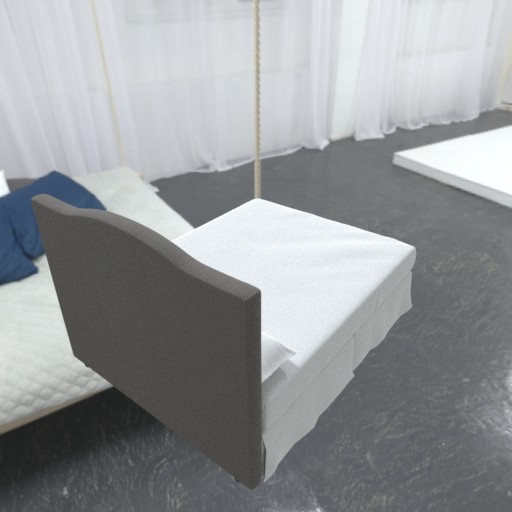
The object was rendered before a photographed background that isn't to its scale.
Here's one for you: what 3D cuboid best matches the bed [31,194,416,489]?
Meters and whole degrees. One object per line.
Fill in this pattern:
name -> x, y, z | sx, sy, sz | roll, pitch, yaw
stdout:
bed -> 0.000, 0.000, 3.325 | 1.821, 1.436, 2.282 | 22, 37, 32
